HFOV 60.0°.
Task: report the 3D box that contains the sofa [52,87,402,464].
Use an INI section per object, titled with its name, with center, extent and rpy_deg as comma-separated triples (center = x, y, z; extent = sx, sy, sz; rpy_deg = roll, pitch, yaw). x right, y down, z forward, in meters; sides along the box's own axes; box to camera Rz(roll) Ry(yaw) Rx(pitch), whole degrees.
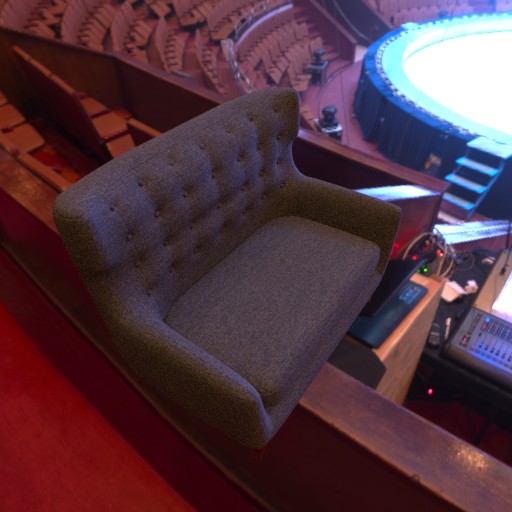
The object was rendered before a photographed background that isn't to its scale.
[sofa]
center = 0.000, 0.000, 1.972
extent = 0.874, 1.028, 1.358
rpy_deg = 24, 45, 26
